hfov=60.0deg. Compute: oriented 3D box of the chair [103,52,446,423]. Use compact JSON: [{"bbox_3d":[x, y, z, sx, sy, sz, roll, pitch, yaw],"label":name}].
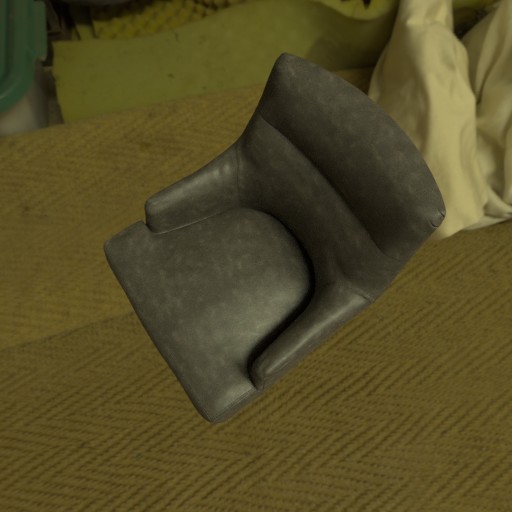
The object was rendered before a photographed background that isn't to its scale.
[{"bbox_3d":[0.000,0.000,1.502,0.874,0.870,0.738,-32,69,-14],"label":"chair"}]
